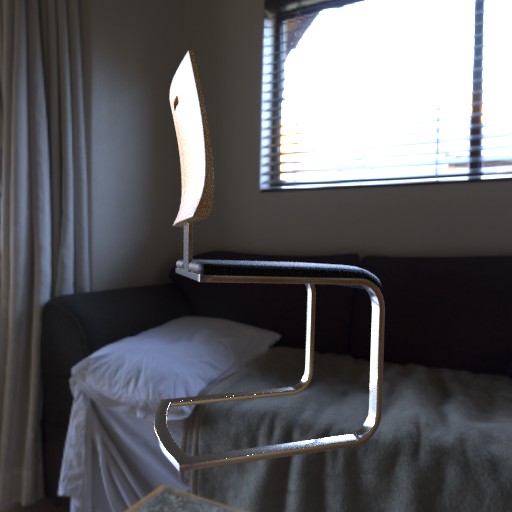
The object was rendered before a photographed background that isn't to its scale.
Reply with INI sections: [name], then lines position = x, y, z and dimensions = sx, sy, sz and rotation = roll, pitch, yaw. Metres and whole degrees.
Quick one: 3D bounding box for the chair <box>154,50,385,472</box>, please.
[chair]
position = 0.000, 0.000, 1.246
dimensions = 0.560, 0.936, 0.462
rotation = 0, 1, -17
